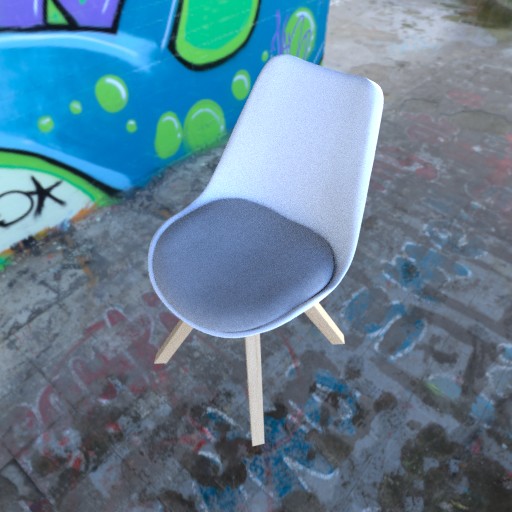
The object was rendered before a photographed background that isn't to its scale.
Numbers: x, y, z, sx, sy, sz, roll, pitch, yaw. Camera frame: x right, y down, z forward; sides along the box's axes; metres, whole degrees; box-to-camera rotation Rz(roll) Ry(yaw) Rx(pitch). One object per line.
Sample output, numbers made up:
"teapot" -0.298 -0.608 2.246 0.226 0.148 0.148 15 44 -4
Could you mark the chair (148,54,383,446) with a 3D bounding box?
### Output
"chair" 0.000 0.000 1.184 0.485 0.850 0.550 30 52 27
